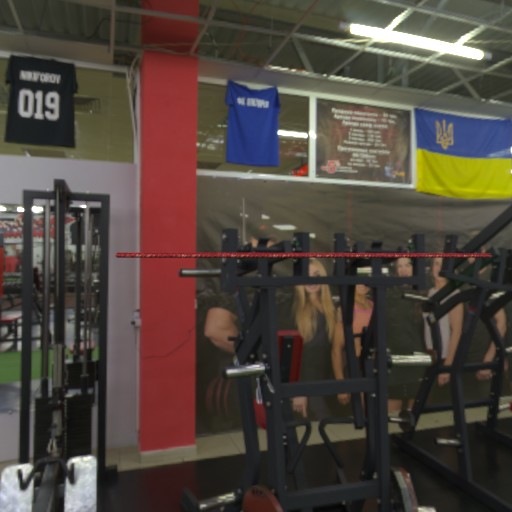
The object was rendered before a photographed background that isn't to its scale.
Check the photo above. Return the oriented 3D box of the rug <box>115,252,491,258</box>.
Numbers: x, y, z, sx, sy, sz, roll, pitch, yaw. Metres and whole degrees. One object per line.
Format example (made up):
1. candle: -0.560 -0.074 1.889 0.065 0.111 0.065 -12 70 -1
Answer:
1. rug: 0.000 0.000 3.918 2.340 0.028 2.905 0 0 -16
